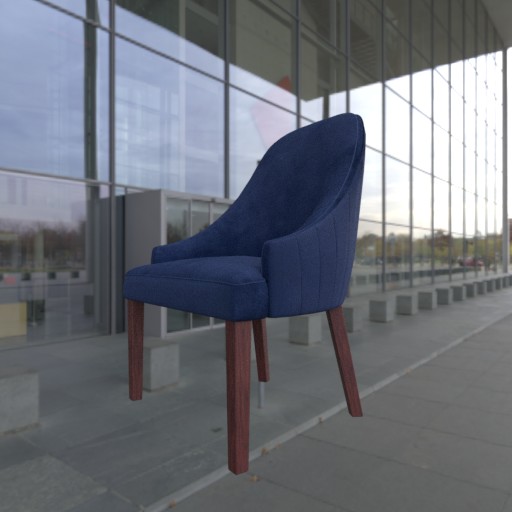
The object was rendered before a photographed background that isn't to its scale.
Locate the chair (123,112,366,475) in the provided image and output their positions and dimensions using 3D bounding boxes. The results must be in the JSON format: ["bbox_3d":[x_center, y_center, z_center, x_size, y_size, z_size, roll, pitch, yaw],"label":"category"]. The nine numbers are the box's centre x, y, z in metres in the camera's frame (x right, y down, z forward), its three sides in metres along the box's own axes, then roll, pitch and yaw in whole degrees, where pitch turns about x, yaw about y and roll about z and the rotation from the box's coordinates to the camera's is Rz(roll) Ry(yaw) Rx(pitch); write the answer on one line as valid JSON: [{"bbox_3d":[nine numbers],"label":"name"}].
[{"bbox_3d":[0.000,0.000,1.298,0.575,0.889,0.643,0,0,-36],"label":"chair"}]
